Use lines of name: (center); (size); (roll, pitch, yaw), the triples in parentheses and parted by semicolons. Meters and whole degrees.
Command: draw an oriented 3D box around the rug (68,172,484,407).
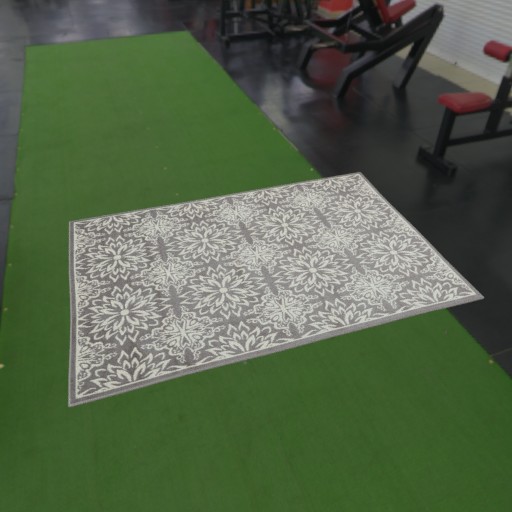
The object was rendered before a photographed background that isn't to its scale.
rug: (0.000, 0.000, 2.297); (1.847, 0.012, 1.224); (-12, 42, -13)
